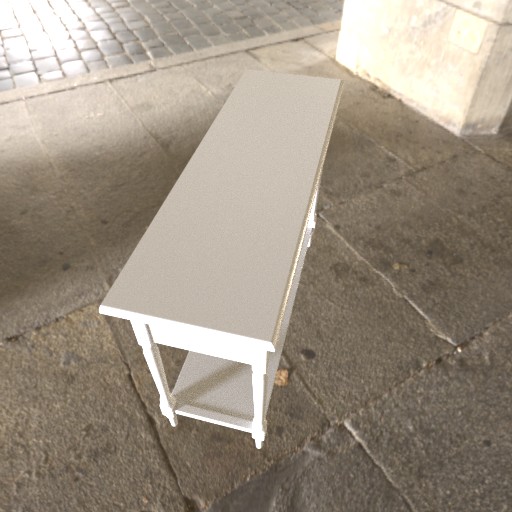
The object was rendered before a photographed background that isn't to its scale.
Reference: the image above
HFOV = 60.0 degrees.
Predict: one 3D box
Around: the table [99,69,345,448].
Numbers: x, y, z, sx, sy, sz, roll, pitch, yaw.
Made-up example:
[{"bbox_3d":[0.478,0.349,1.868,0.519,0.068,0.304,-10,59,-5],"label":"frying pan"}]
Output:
[{"bbox_3d":[0.000,0.000,1.590,0.384,0.808,1.197,11,48,10],"label":"table"}]
